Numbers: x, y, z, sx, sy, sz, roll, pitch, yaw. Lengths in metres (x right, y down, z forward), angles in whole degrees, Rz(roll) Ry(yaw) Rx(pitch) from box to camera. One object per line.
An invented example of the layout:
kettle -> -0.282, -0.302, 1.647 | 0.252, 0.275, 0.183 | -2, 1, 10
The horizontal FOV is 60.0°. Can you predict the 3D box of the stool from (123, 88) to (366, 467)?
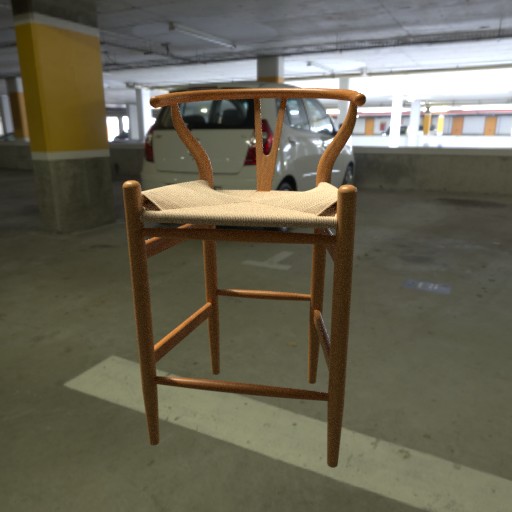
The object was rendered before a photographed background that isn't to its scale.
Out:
stool -> 0.000, 0.000, 1.299 | 0.569, 0.970, 0.579 | 3, 16, 10
